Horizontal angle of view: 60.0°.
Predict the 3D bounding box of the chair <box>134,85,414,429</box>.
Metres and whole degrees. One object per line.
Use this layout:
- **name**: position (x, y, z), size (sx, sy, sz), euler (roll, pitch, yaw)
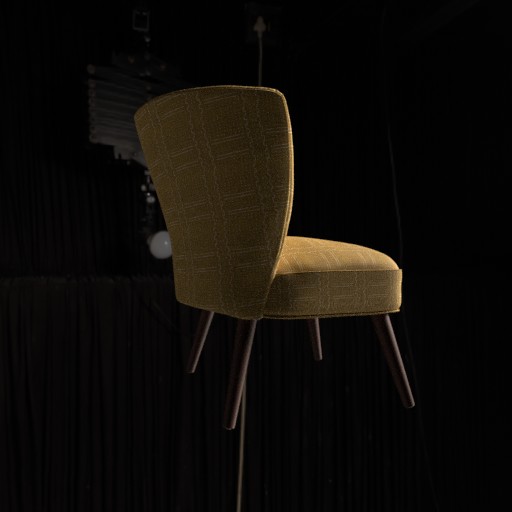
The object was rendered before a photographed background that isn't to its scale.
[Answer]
- **chair**: position (0.000, 0.000, 1.433), size (0.758, 0.866, 0.706), euler (0, 1, -19)
